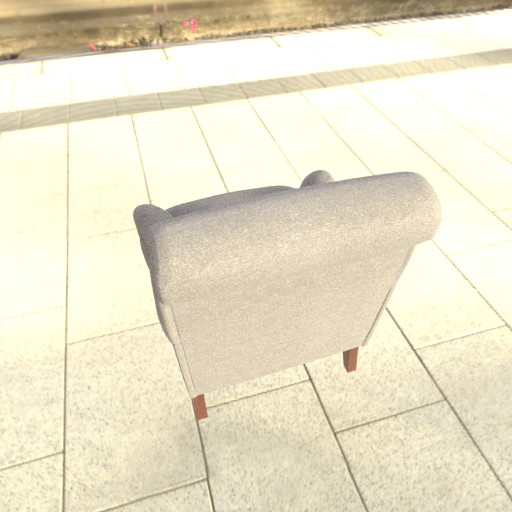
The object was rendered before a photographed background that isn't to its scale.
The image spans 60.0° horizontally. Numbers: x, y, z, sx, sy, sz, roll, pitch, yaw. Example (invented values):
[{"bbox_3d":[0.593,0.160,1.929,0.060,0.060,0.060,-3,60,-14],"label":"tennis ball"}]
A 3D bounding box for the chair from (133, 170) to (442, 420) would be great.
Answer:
[{"bbox_3d":[0.000,0.000,1.579,0.766,0.942,0.843,-13,45,-13],"label":"chair"}]
